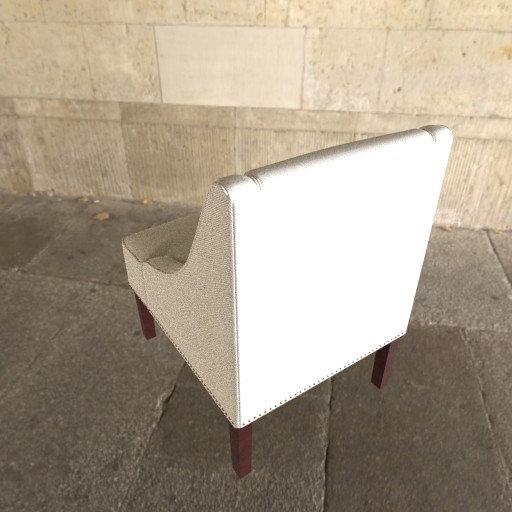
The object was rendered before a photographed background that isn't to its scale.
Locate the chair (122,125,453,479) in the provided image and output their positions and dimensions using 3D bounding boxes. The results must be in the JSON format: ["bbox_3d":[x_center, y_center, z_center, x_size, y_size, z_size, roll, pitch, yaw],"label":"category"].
[{"bbox_3d":[0.000,0.000,1.365,0.628,0.872,0.748,-20,38,-28],"label":"chair"}]
